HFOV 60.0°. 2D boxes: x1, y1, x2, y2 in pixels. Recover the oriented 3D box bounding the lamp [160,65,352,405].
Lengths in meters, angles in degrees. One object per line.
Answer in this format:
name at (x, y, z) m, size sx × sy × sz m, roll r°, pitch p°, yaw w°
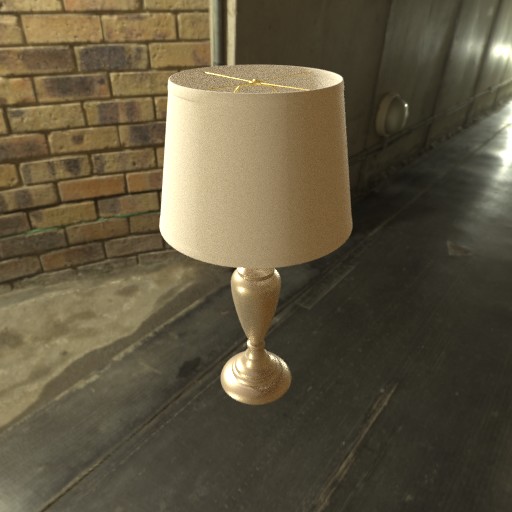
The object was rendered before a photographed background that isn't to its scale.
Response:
lamp at (0.000, 0.000, 0.807) m, size 0.328 × 0.612 × 0.328 m, roll 0°, pitch 31°, yaw 0°
